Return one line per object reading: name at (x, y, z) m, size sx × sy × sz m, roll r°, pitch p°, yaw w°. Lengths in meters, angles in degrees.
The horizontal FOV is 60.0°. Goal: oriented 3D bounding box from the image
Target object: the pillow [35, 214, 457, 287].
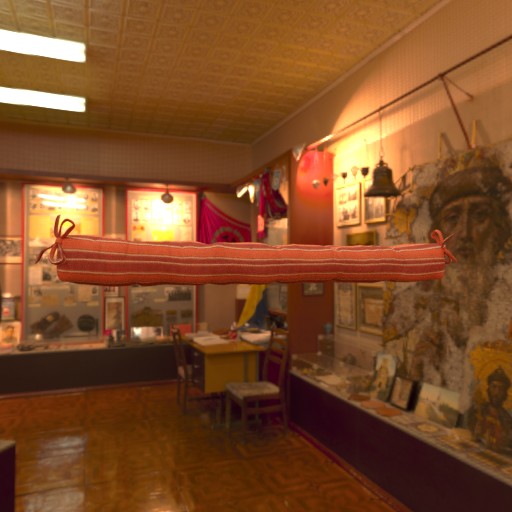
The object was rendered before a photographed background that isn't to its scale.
pillow at (0.000, 0.000, 1.374) m, size 1.194 × 0.174 × 0.511 m, roll 1°, pitch -2°, yaw -19°
